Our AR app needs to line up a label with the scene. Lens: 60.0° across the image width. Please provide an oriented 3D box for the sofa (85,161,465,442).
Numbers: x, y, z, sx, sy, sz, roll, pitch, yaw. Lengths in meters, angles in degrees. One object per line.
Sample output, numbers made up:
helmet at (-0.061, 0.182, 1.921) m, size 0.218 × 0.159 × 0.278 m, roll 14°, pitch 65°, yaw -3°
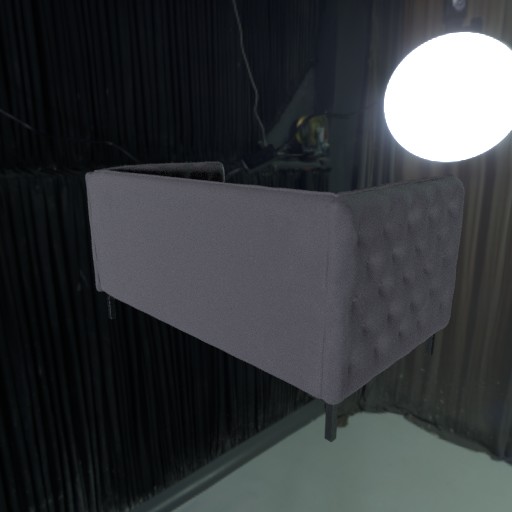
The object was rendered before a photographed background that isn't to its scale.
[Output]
sofa at (0.000, 0.000, 2.111) m, size 1.583 × 0.810 × 0.909 m, roll 14°, pitch 21°, yaw 42°
